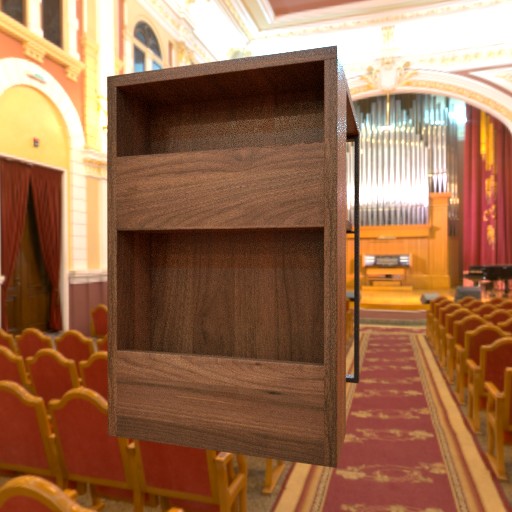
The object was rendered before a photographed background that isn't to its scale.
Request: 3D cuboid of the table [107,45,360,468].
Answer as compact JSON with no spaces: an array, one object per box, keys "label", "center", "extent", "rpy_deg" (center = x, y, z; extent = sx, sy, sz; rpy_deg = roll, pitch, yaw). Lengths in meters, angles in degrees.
[{"label":"table","center":[0.000,0.000,1.561],"extent":[0.660,1.041,0.786],"rpy_deg":[0,0,17]}]
